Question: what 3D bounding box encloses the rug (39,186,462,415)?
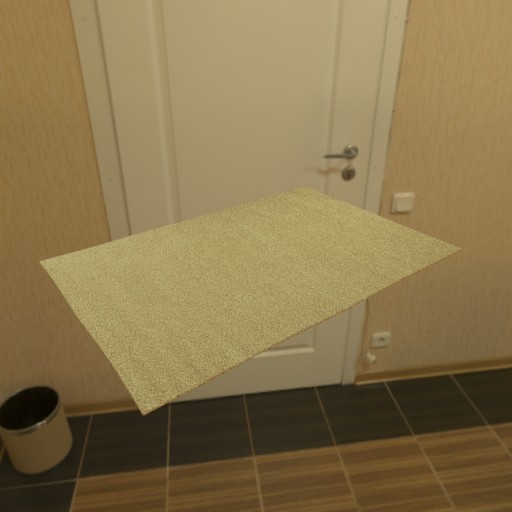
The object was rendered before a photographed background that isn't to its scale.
[{"bbox_3d":[0.000,0.000,3.400,2.699,0.025,1.800,-20,35,-32],"label":"rug"}]
